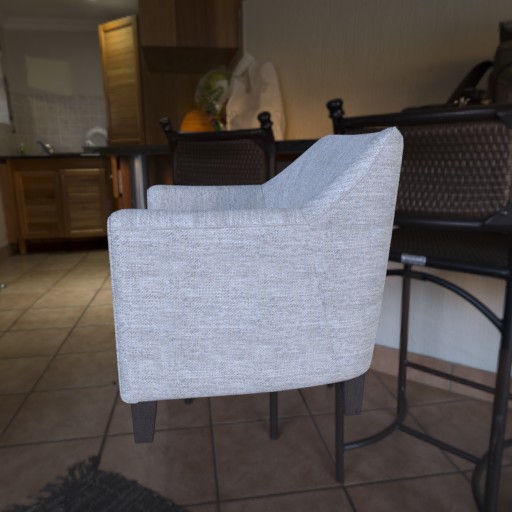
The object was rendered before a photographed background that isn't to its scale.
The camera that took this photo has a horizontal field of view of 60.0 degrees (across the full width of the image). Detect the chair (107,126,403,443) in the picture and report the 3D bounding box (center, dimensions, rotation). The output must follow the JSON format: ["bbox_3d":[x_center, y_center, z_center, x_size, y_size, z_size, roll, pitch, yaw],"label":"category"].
[{"bbox_3d":[0.000,0.000,1.402,0.758,0.761,0.796,-2,13,-6],"label":"chair"}]
